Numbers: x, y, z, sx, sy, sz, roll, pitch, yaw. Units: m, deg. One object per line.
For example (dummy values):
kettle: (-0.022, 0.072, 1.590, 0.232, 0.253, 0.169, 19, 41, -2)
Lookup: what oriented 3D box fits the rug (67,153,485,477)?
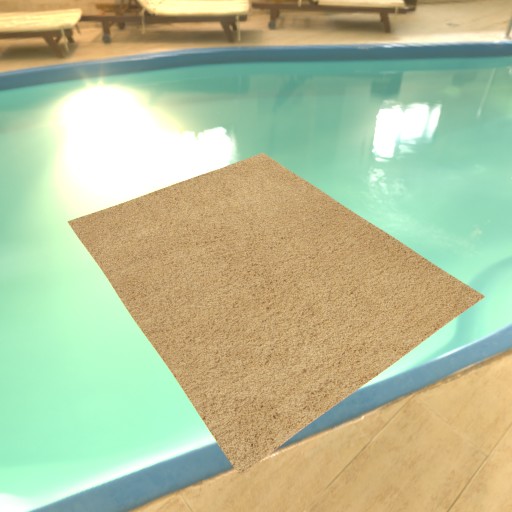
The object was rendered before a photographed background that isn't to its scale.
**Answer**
rug: (0.000, 0.000, 3.972, 2.400, 0.025, 3.000, -25, 47, -26)
